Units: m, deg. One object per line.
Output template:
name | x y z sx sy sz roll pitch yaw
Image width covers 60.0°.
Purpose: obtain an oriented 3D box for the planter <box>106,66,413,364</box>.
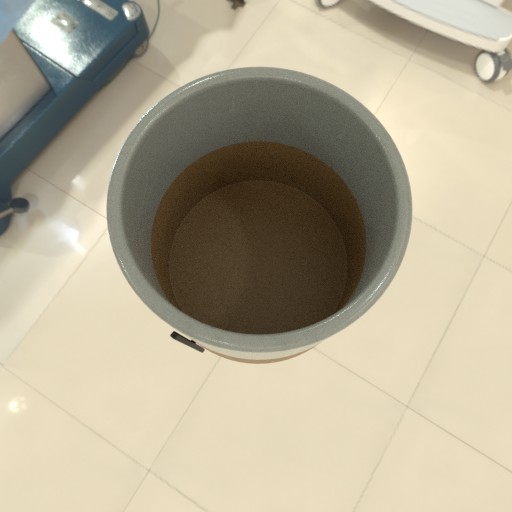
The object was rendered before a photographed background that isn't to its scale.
planter | 0.000 0.000 0.724 0.348 0.480 0.360 38 78 10
